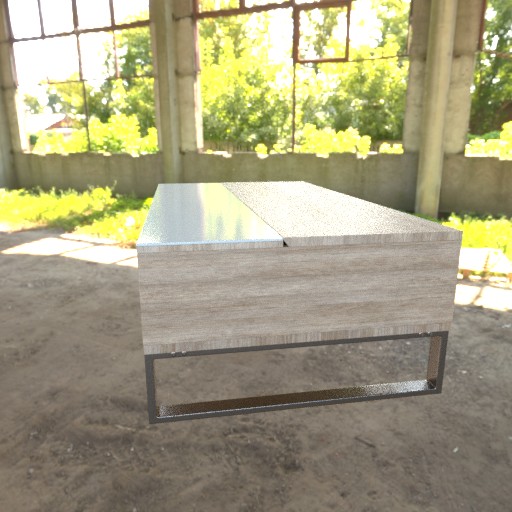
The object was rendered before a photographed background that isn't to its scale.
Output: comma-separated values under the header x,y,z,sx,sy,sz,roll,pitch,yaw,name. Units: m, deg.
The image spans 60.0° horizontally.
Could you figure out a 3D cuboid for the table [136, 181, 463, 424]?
x,y,z,sx,sy,sz,roll,pitch,yaw,name
0.000,0.000,1.354,0.600,0.350,1.100,-3,15,-10,table
